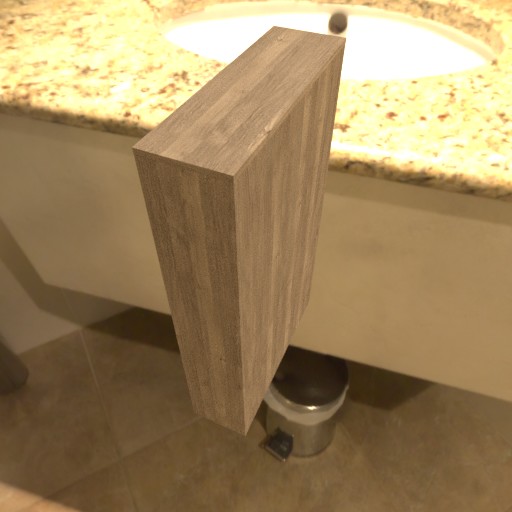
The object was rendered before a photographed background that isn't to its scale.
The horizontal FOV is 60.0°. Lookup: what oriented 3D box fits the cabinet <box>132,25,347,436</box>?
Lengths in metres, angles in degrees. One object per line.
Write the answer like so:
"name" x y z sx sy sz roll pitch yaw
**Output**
"cabinet" 0.000 0.000 1.585 0.250 1.280 0.750 18 49 17
